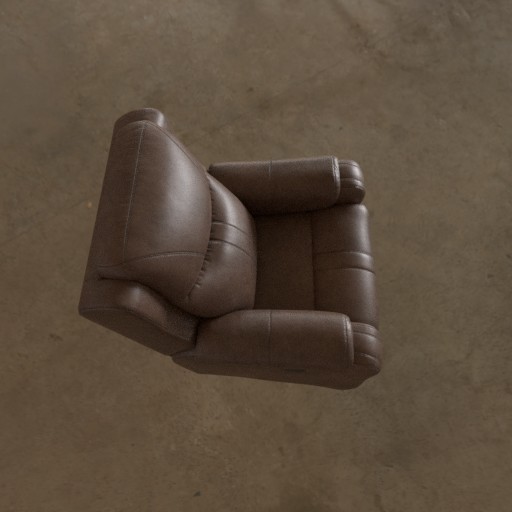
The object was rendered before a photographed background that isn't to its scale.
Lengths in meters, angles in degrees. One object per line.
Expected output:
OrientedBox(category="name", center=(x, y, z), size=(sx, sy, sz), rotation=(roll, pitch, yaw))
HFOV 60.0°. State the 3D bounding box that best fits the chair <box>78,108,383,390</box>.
OrientedBox(category="chair", center=(0.000, 0.000, 1.800), size=(1.067, 0.990, 0.940), rotation=(1, 64, 0))
